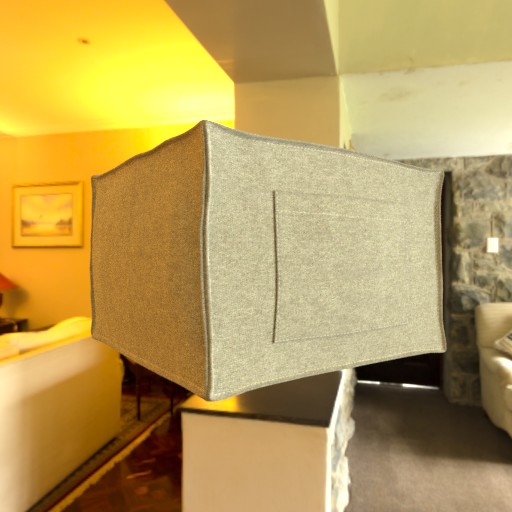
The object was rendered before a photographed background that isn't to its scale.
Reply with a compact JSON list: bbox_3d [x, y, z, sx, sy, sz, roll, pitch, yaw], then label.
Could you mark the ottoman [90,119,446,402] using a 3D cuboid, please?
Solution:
[{"bbox_3d":[0.000,0.000,1.160,0.707,0.470,0.696,0,1,-35],"label":"ottoman"}]
